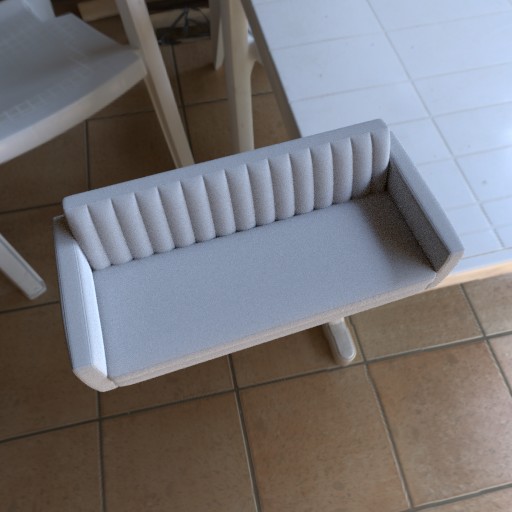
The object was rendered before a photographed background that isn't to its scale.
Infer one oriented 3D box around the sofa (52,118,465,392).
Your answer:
[{"bbox_3d":[0.000,0.000,2.764,2.291,0.821,0.990,-16,63,-8],"label":"sofa"}]
